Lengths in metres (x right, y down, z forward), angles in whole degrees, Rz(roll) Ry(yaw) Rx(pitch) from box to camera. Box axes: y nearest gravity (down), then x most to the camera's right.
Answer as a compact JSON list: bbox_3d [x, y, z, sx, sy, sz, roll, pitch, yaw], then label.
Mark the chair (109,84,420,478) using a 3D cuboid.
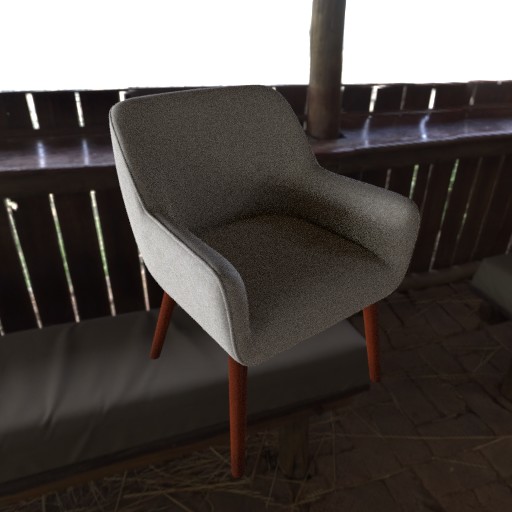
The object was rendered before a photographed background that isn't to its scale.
[{"bbox_3d":[0.000,0.000,1.235,0.610,0.813,0.610,-20,35,-32],"label":"chair"}]
